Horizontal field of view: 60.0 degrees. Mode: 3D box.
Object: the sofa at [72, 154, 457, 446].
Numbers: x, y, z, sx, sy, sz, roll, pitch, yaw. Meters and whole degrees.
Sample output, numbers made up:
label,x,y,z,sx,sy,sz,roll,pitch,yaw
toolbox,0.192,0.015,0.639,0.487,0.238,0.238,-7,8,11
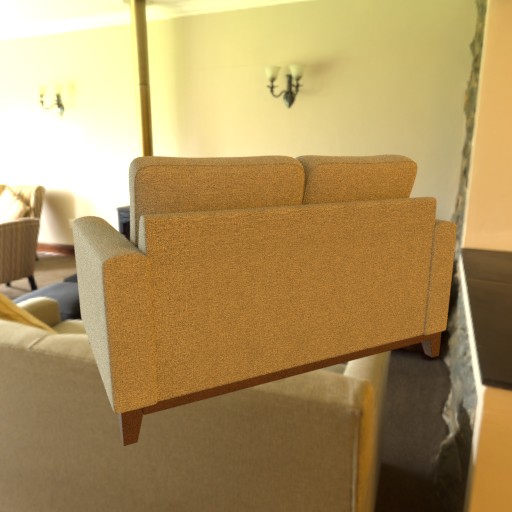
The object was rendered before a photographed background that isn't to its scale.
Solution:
label,x,y,z,sx,sy,sz,roll,pitch,yaw
sofa,0.000,0.000,1.957,1.420,0.873,0.917,-7,15,-26
